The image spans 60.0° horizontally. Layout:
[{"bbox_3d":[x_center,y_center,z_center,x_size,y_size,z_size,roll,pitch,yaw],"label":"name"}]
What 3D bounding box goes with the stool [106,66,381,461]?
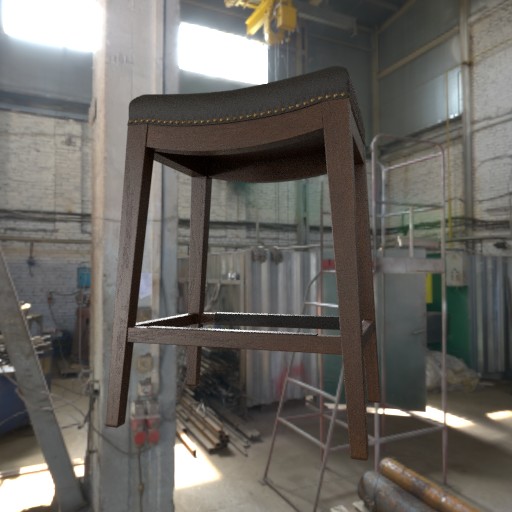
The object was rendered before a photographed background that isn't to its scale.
[{"bbox_3d":[0.000,0.000,0.953,0.490,0.664,0.353,-1,-2,19],"label":"stool"}]
